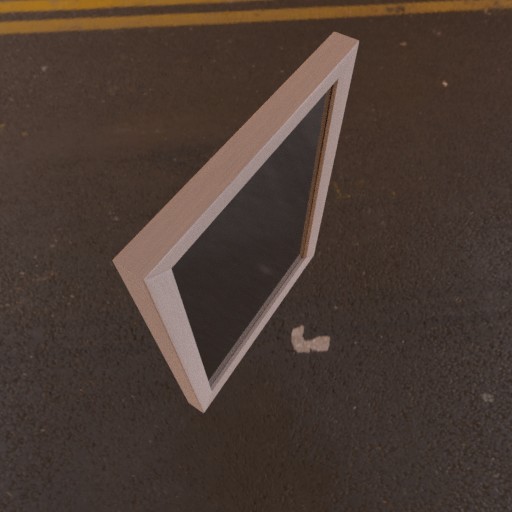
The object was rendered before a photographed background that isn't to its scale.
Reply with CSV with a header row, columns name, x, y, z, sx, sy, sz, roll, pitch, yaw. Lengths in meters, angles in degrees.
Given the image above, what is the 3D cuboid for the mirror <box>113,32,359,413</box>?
name,x,y,z,sx,sy,sz,roll,pitch,yaw
mirror,0.000,0.000,0.684,0.041,0.508,0.405,29,63,17
